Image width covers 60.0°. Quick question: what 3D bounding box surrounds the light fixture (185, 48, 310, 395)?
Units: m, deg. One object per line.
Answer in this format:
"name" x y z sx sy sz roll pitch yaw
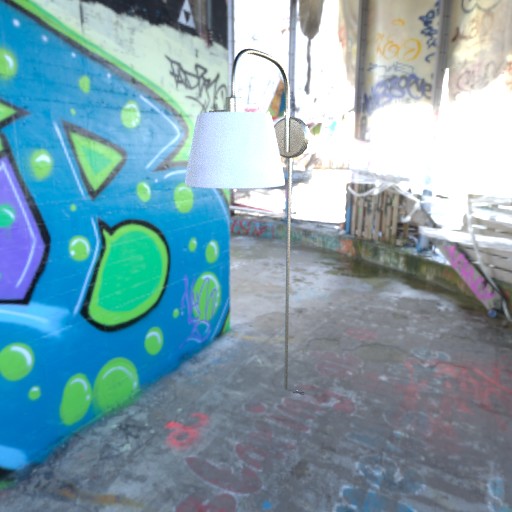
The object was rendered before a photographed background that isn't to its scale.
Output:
"light fixture" 0.000 0.000 0.464 0.092 0.399 0.176 7 15 27
